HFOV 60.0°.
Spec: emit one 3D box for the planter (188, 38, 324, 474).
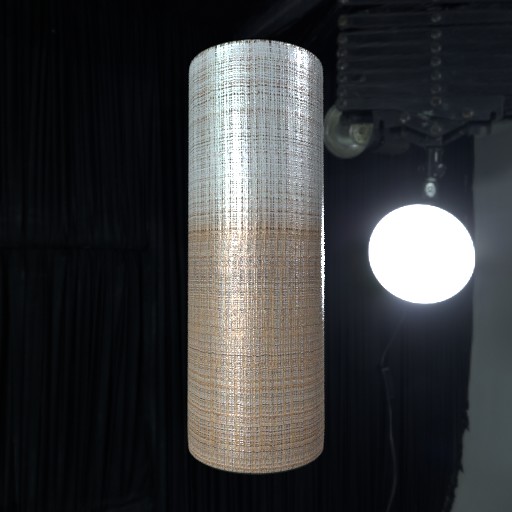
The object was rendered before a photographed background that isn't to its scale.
[{"bbox_3d":[0.000,0.000,0.328,0.099,0.278,0.099,1,-2,-36],"label":"planter"}]
